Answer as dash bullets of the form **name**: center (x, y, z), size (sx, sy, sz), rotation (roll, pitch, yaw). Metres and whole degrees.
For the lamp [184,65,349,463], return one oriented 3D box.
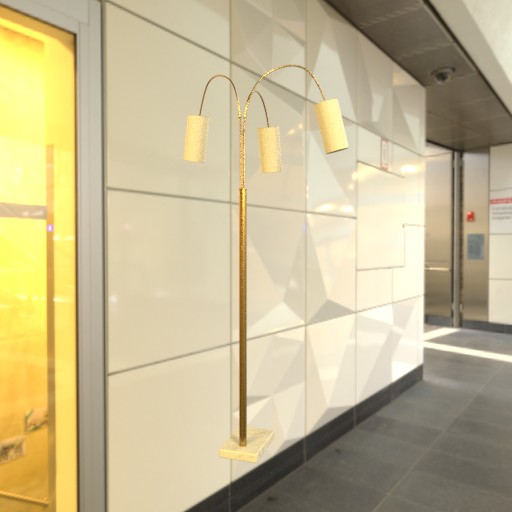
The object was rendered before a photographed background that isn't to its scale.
- **lamp**: center (0.000, 0.000, 2.542), size (1.020, 2.055, 0.667), rotation (0, 1, 19)
